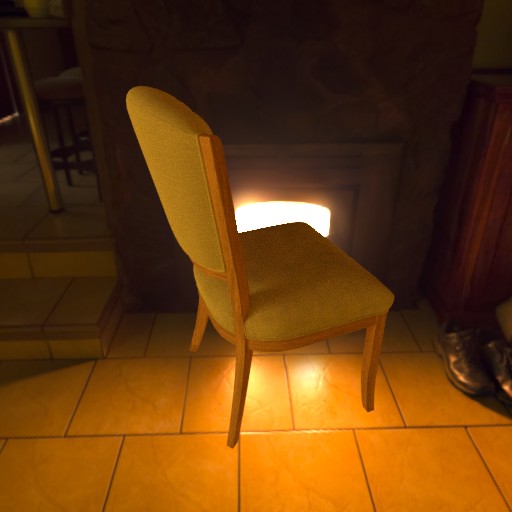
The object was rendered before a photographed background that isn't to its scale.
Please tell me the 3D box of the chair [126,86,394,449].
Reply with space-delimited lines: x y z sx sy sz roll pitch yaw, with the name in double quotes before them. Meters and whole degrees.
"chair" 0.000 0.000 1.237 0.584 0.905 0.513 -11 30 -19
